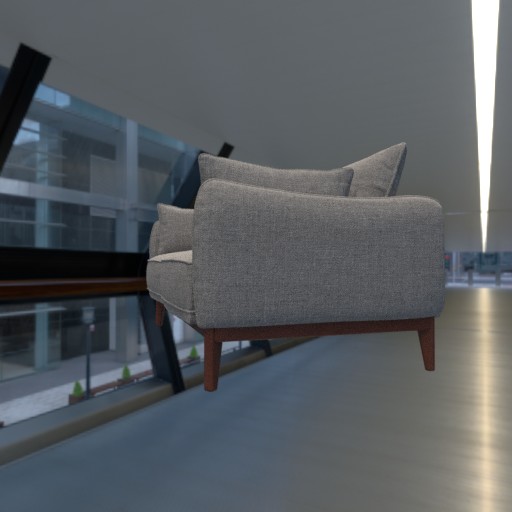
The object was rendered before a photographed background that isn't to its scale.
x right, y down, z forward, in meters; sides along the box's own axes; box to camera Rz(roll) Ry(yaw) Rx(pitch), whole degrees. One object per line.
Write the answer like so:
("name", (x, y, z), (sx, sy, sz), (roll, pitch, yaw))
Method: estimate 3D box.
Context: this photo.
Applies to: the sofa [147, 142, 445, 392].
("sofa", (0.000, 0.000, 2.176), (0.972, 0.851, 1.580), (0, -1, -18))
